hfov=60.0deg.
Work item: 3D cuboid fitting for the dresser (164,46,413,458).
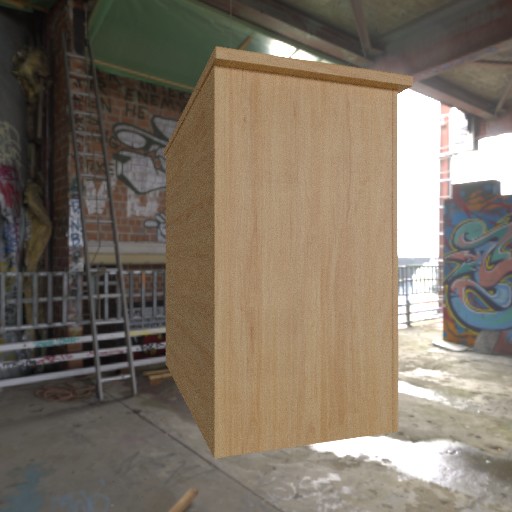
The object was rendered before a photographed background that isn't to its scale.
[{"bbox_3d":[0.000,0.000,1.215,0.410,0.730,0.800,0,0,-18],"label":"dresser"}]
